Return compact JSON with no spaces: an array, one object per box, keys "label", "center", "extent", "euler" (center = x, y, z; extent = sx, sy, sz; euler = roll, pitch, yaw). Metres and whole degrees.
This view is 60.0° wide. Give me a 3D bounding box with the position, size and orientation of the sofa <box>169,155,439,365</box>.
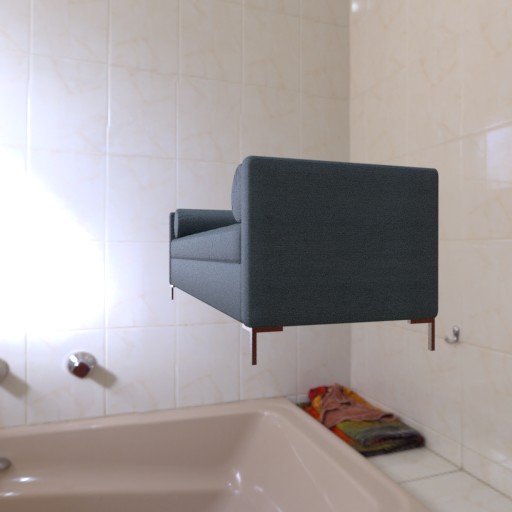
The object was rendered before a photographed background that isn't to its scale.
[{"label":"sofa","center":[0.000,0.000,2.342],"extent":[0.686,0.635,1.981],"euler":[0,0,-18]}]
